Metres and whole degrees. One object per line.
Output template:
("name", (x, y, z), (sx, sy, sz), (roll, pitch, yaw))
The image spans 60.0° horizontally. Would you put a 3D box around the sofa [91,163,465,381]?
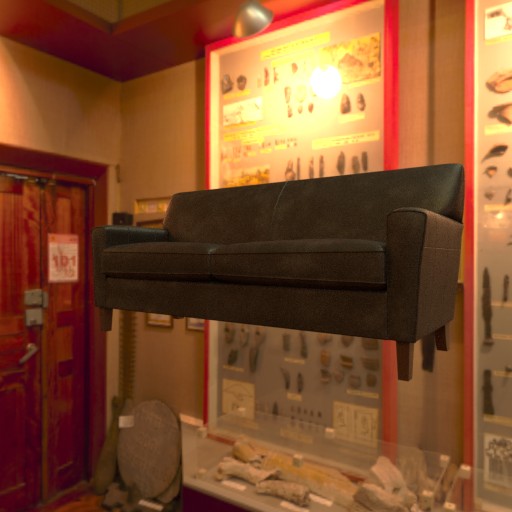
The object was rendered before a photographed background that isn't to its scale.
("sofa", (0.000, 0.000, 2.512), (2.053, 0.947, 0.805), (0, 1, 35))
